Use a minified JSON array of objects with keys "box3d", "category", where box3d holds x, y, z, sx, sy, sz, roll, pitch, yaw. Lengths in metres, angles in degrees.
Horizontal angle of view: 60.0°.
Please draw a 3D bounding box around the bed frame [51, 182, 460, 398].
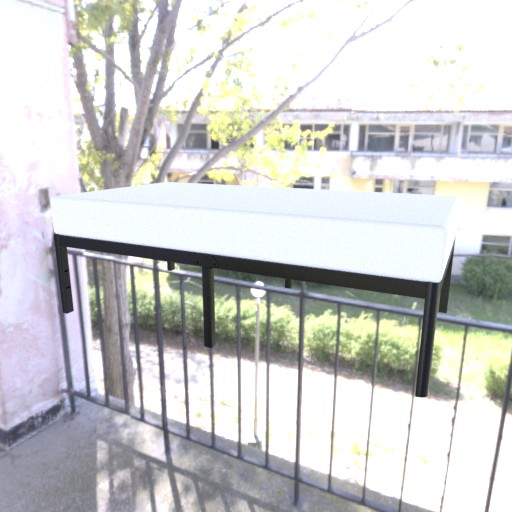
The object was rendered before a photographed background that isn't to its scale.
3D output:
[{"box3d":[0.000,0.000,2.437,1.950,0.659,1.023,7,16,26],"category":"bed frame"}]
